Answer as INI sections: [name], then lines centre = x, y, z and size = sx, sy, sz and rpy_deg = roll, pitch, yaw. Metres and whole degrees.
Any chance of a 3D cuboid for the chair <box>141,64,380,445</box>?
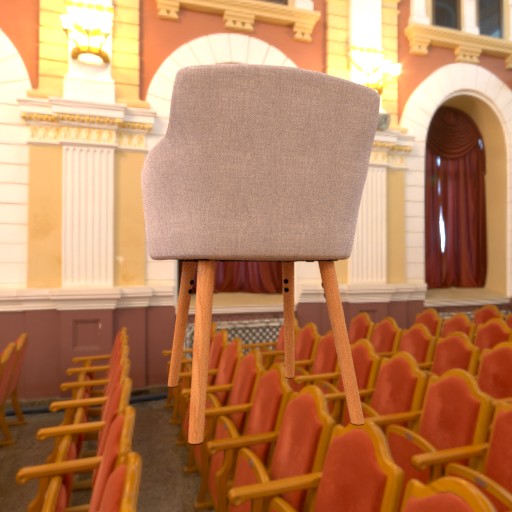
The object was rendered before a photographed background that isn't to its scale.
[chair]
centre = 0.000, 0.000, 1.156
size = 0.570, 0.780, 0.540
rpy_deg = 0, -1, -17
